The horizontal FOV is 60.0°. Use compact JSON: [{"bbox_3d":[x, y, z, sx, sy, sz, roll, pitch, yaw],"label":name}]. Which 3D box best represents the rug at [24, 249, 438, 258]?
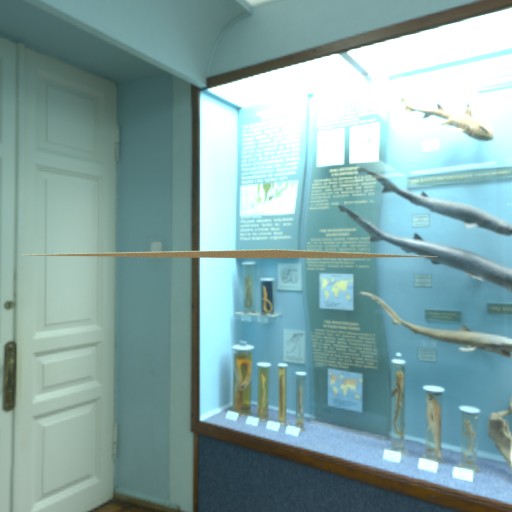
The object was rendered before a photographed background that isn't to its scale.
[{"bbox_3d":[0.000,0.000,4.093,2.454,0.005,3.067,-1,-1,36],"label":"rug"}]
